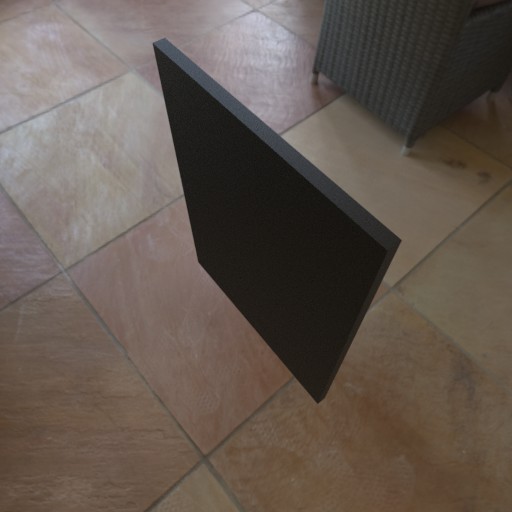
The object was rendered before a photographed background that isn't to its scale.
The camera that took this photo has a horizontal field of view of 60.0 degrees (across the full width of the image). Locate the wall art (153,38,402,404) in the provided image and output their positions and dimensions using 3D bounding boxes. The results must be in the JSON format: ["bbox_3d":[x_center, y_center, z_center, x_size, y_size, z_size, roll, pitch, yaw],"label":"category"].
[{"bbox_3d":[0.000,0.000,1.412,0.038,1.062,0.806,-34,63,-19],"label":"wall art"}]
